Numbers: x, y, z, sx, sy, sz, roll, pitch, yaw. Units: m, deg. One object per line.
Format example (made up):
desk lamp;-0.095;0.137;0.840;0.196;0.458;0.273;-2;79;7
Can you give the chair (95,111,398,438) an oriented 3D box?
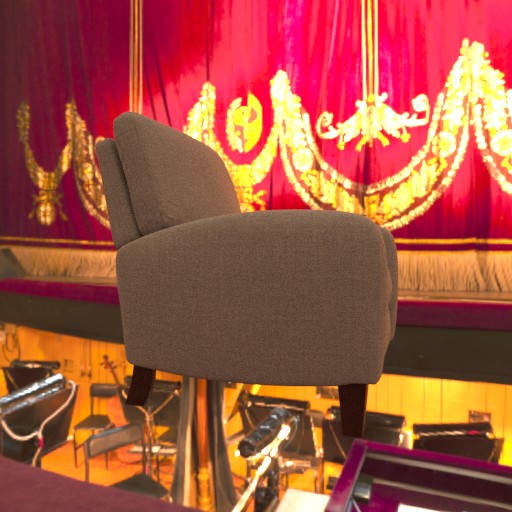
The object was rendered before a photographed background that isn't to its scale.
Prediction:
chair;0.000;0.000;1.662;0.990;0.990;0.762;0;1;20
